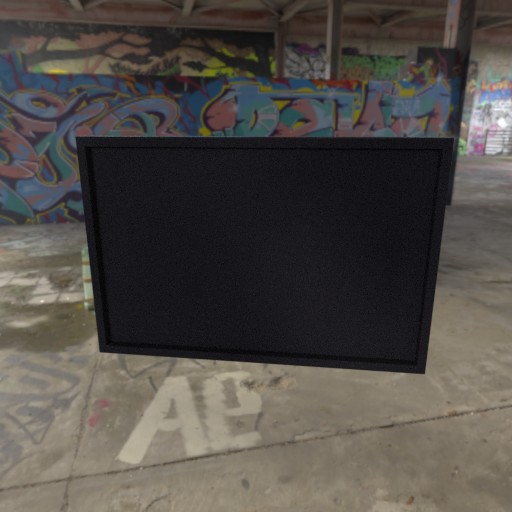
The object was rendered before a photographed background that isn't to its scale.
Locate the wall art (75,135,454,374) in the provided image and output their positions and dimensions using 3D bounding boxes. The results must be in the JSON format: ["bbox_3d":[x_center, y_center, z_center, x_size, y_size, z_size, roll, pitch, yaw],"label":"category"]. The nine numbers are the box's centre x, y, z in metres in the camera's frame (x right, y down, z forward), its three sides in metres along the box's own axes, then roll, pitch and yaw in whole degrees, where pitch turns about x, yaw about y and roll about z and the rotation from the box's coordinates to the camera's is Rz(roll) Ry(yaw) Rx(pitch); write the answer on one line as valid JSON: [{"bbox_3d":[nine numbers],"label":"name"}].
[{"bbox_3d":[0.000,0.000,0.781,0.609,0.406,0.033,2,17,7],"label":"wall art"}]
